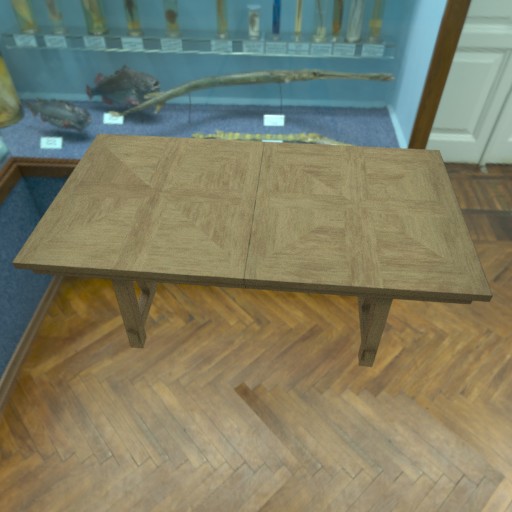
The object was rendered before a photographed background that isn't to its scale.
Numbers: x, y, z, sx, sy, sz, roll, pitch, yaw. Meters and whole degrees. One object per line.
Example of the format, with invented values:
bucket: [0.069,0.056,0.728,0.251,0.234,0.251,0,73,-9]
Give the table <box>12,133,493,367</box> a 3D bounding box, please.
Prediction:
table: [0.000,0.000,2.354,1.881,0.768,1.016,4,45,4]
